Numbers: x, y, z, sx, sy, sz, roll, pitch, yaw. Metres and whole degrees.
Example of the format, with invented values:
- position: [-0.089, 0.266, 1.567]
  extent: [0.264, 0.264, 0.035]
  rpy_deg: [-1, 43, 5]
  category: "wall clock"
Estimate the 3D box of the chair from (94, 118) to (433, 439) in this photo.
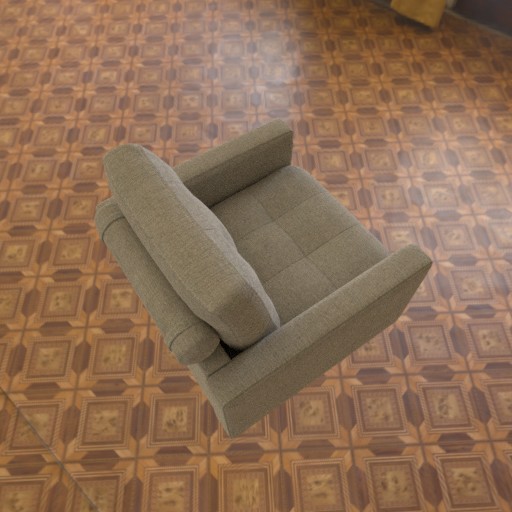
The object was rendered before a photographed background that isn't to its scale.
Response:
- position: [0.000, 0.000, 1.536]
  extent: [0.843, 0.880, 0.821]
  rpy_deg: [-30, 62, -18]
  category: "chair"
